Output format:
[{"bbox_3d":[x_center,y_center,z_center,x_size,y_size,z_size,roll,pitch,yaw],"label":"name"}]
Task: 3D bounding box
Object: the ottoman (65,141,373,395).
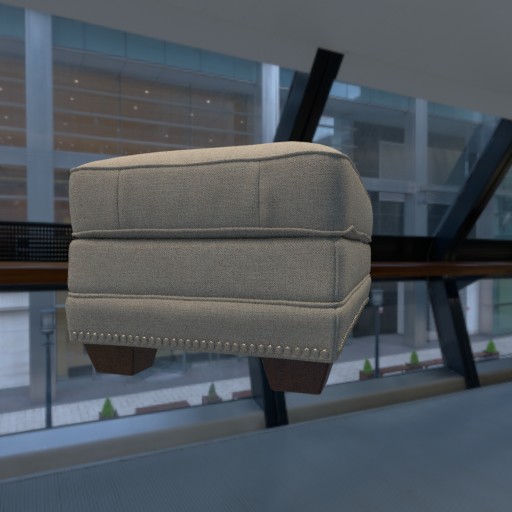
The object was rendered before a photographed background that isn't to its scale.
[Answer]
[{"bbox_3d":[0.000,0.000,1.153,0.559,0.458,0.813,0,1,18],"label":"ottoman"}]
